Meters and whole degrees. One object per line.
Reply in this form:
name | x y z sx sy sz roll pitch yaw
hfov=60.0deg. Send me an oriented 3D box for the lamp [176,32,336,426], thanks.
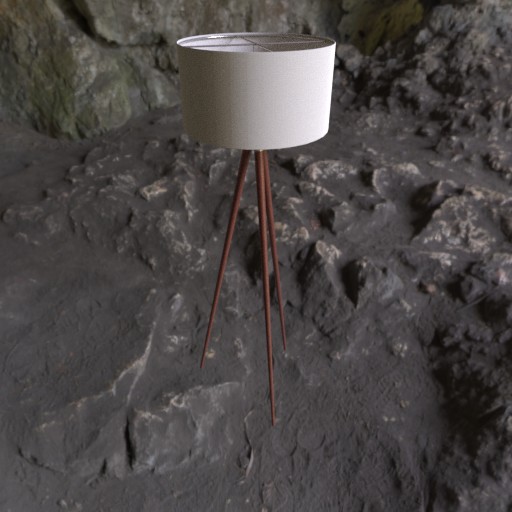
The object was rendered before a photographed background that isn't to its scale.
lamp | 0.000 0.000 1.769 0.483 1.553 0.483 -9 33 -14
